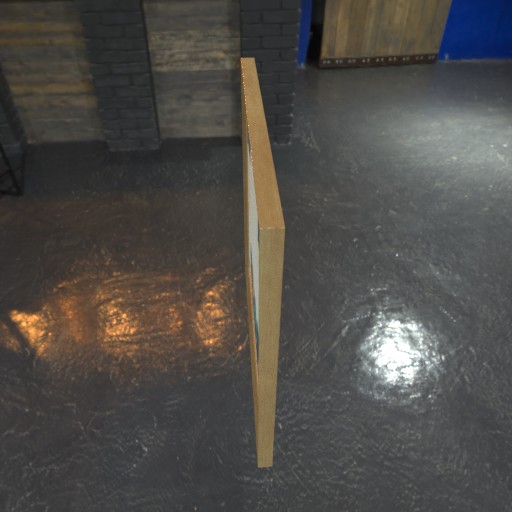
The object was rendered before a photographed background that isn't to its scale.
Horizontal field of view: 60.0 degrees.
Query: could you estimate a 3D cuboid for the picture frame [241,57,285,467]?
[{"bbox_3d":[0.000,0.000,1.160,0.037,0.761,0.758,-2,41,-3],"label":"picture frame"}]
